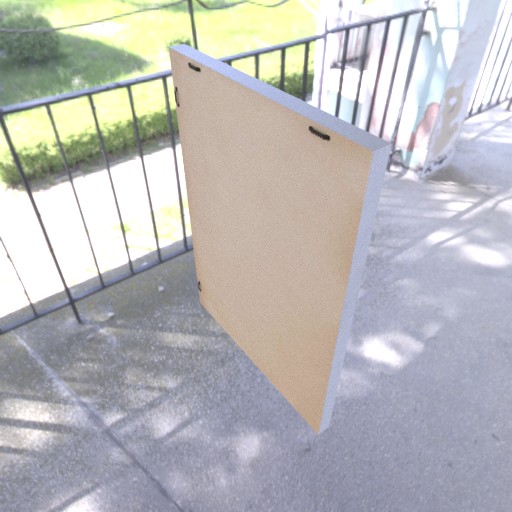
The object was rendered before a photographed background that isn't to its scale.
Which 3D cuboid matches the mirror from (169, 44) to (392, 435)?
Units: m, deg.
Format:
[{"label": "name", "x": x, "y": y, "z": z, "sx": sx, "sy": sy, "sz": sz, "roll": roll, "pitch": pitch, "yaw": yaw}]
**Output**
[{"label": "mirror", "x": 0.000, "y": 0.000, "z": 0.926, "sx": 0.039, "sy": 0.710, "sz": 0.507, "roll": -27, "pitch": 48, "yaw": -27}]
